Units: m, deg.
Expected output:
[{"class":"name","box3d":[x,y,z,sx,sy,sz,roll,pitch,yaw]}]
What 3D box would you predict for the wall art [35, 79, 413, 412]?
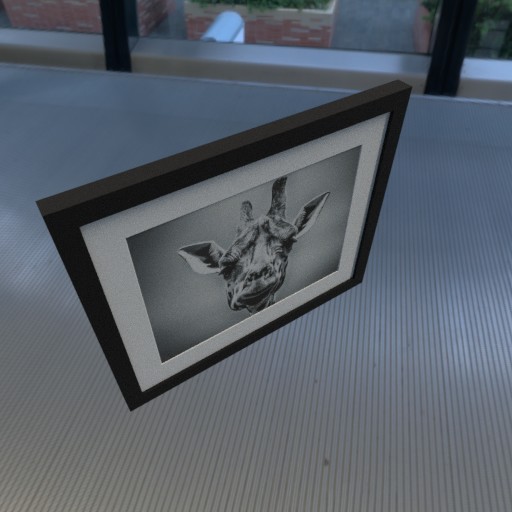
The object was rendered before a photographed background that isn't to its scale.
[{"class":"wall art","box3d":[0.000,0.000,0.746,0.558,0.457,0.031,-25,51,-23]}]
